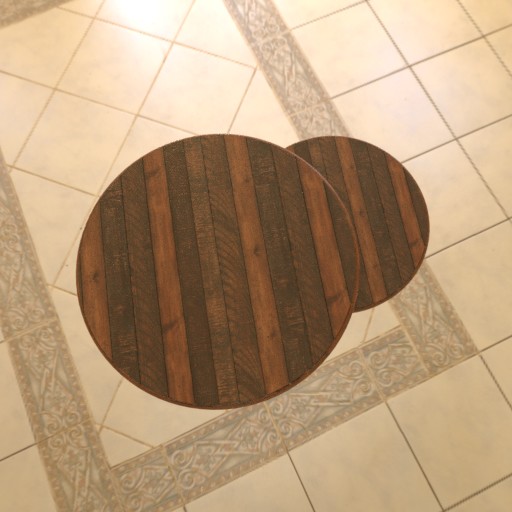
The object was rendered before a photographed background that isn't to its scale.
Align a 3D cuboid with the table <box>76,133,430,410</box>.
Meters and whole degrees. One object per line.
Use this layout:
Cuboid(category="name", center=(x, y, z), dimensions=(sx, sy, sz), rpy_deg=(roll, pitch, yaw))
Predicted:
Cuboid(category="table", center=(0.000, 0.000, 1.621), dimensions=(1.152, 0.516, 0.870), rpy_deg=(-34, 78, -8))
